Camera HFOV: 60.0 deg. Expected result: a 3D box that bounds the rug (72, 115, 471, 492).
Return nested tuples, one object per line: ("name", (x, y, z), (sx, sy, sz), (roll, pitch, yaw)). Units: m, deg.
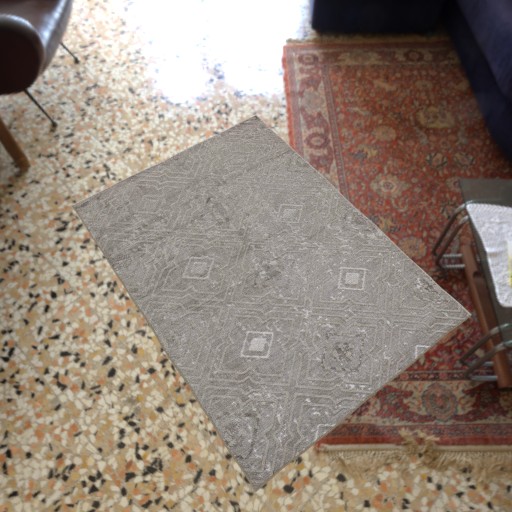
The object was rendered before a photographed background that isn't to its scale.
("rug", (0.000, 0.000, 4.391), (2.448, 0.020, 3.359), (-32, 63, -18))
